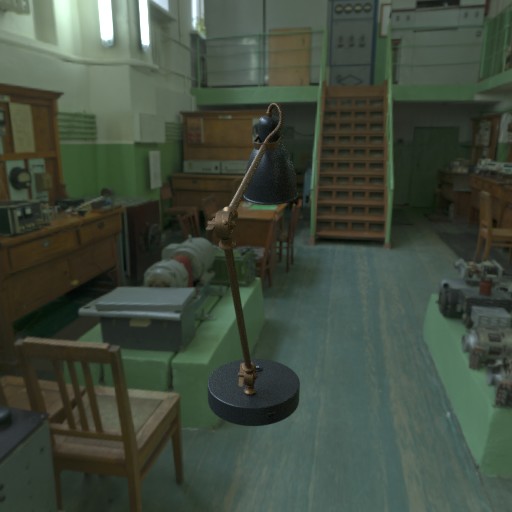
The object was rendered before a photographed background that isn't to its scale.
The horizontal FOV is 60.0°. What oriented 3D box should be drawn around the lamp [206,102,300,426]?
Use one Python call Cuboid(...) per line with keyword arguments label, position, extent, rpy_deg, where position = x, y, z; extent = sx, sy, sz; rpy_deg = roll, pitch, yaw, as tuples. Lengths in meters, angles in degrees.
Cuboid(label="lamp", position=(0.000, 0.000, 0.861), extent=(0.187, 0.587, 0.561), rpy_deg=(2, 15, 9))
